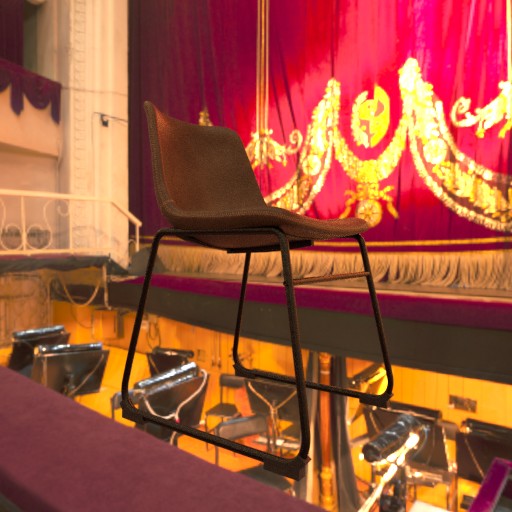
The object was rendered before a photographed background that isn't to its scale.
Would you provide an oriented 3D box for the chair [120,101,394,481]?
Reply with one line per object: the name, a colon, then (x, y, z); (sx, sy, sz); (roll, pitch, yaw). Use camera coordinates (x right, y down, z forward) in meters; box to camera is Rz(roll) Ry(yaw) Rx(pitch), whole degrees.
chair: (0.000, 0.000, 1.110); (0.551, 0.780, 0.460); (1, 1, 36)
